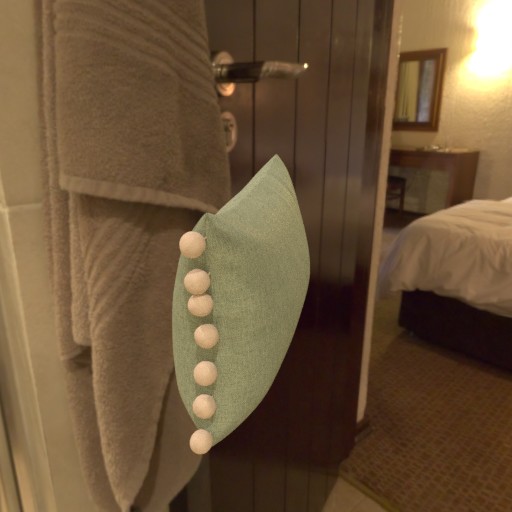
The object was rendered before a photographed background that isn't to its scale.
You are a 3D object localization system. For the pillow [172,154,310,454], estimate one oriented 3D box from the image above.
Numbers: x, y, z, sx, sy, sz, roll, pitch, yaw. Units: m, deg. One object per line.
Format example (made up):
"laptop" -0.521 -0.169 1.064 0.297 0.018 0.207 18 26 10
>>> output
"pillow" 0.000 0.000 0.828 0.201 0.322 0.709 3 18 9
